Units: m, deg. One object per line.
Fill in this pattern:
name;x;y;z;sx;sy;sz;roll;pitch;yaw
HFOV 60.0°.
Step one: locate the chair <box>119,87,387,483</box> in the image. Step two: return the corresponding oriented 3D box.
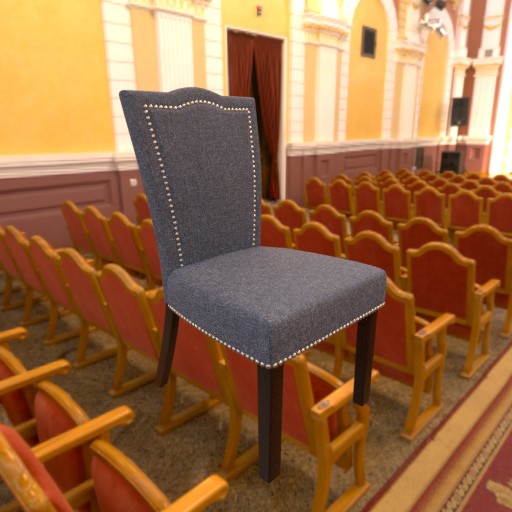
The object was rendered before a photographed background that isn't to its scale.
chair;0.000;0.000;1.285;0.589;0.946;0.518;15;22;42
